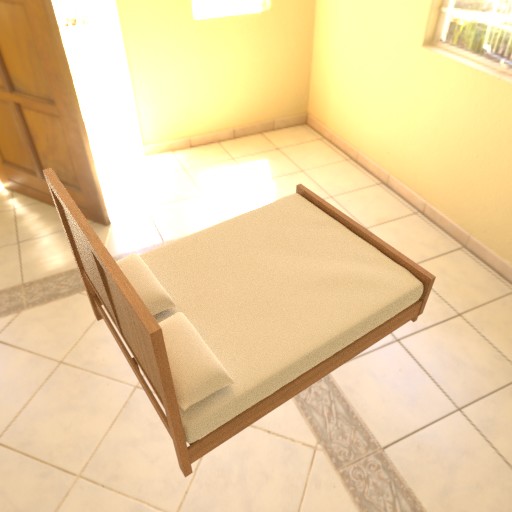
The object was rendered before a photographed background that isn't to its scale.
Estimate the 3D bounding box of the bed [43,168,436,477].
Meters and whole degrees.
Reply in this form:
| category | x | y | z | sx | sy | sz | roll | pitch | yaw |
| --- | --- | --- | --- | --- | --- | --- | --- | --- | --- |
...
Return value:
| category | x | y | z | sx | sy | sz | roll | pitch | yaw |
| --- | --- | --- | --- | --- | --- | --- | --- | --- | --- |
| bed | 0.000 | 0.000 | 3.244 | 2.184 | 1.387 | 1.606 | -25 | 47 | -26 |
